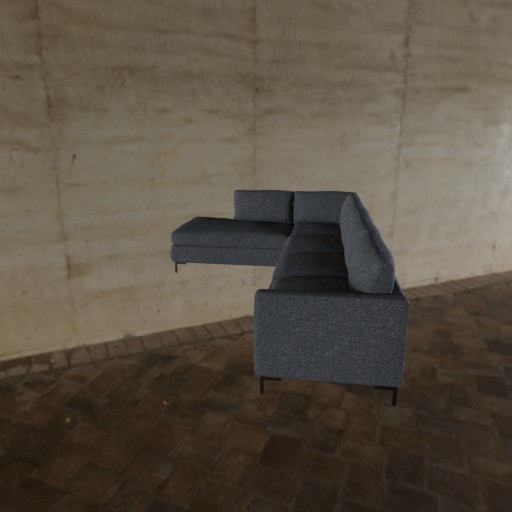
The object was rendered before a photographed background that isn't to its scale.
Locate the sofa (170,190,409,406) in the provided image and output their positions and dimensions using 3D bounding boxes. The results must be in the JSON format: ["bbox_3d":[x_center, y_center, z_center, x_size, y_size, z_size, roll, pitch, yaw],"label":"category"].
[{"bbox_3d":[0.000,0.000,3.795,2.007,0.815,2.949,2,16,8],"label":"sofa"}]
